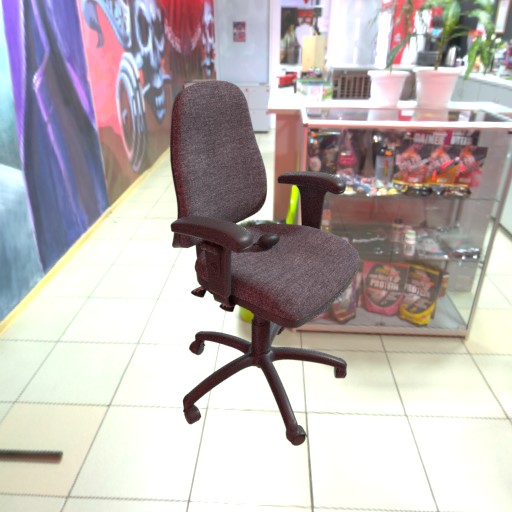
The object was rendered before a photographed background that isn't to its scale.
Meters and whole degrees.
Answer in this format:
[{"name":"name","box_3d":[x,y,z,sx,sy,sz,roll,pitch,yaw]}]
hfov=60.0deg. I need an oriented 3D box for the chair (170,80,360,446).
[{"name":"chair","box_3d":[0.000,0.000,1.255,0.530,0.910,0.550,18,32,31]}]
